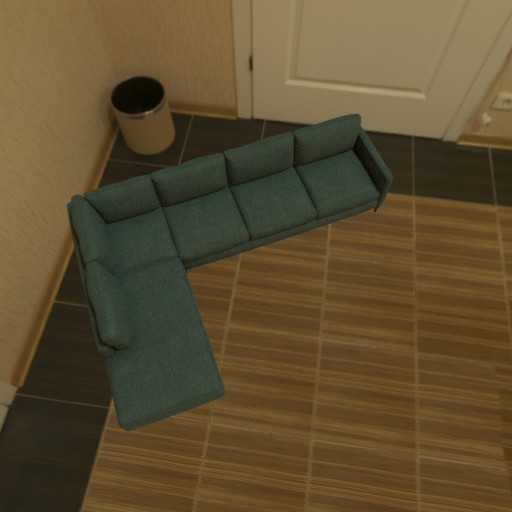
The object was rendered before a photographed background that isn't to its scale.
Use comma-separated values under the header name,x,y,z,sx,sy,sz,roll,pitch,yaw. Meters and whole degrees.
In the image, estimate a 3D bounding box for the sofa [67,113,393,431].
name,x,y,z,sx,sy,sz,roll,pitch,yaw
sofa,0.000,0.000,3.952,2.949,0.815,2.007,-19,65,-9
